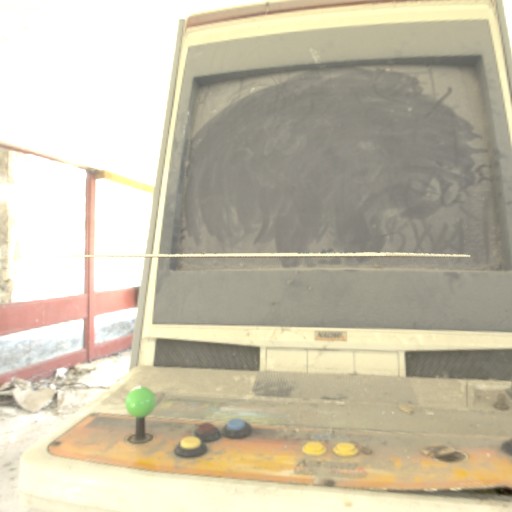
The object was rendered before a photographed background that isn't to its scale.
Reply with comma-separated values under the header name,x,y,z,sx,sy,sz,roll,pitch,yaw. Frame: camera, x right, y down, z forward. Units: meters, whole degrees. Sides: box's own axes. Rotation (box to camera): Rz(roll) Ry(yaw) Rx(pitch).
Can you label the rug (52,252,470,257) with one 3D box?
name,x,y,z,sx,sy,sz,roll,pitch,yaw
rug,0.000,0.000,2.321,1.831,0.012,1.213,0,0,36
